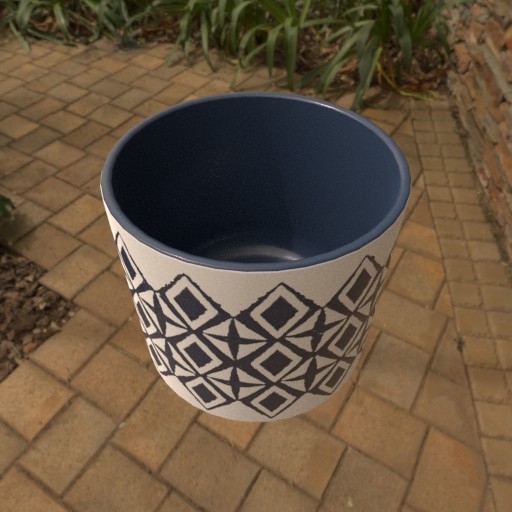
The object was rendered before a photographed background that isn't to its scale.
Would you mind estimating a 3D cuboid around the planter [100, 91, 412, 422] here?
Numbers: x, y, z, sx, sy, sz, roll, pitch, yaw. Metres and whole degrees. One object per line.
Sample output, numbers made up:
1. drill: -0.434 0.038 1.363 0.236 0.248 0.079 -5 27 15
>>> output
1. planter: 0.000 0.000 0.397 0.224 0.203 0.224 0 46 0
